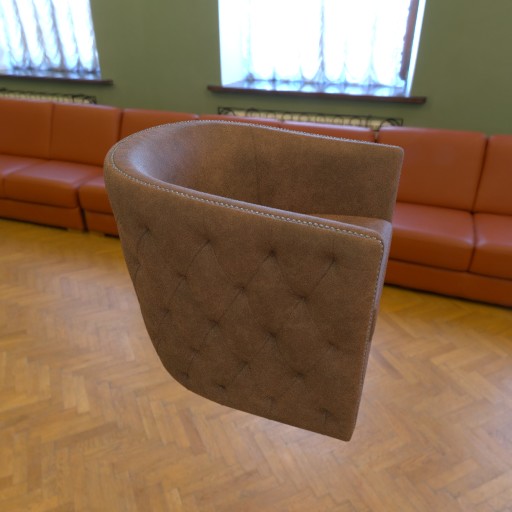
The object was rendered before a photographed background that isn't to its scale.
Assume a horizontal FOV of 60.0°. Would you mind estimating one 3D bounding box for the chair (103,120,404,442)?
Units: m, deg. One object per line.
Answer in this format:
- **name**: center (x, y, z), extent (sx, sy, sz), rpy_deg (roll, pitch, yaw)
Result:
- **chair**: center (0.000, 0.000, 1.543), extent (0.870, 0.790, 0.850), rpy_deg (10, 30, 17)
